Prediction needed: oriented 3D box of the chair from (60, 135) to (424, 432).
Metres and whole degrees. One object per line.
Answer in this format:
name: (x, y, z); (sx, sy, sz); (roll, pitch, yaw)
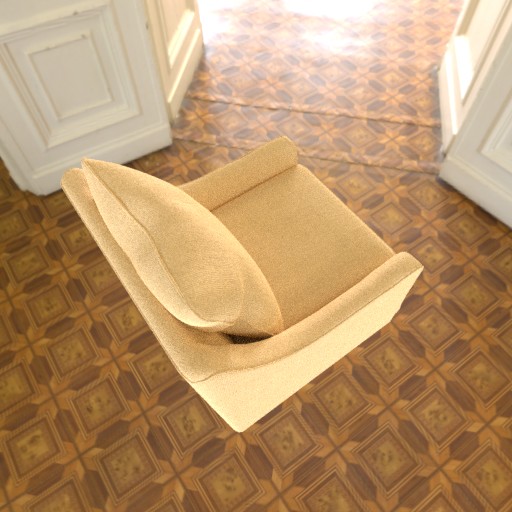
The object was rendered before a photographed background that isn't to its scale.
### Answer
chair: (0.000, 0.000, 1.532); (0.876, 0.927, 0.760); (-31, 63, -18)
